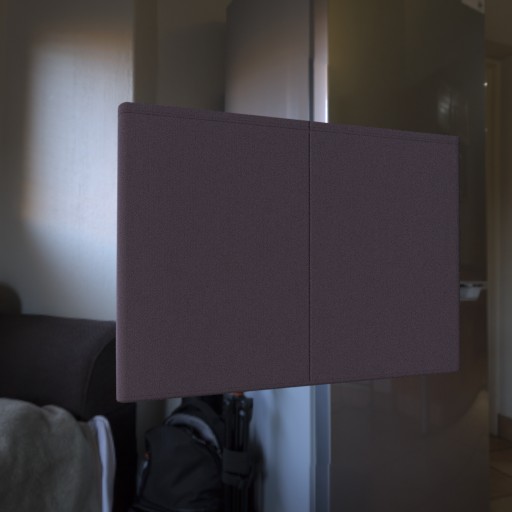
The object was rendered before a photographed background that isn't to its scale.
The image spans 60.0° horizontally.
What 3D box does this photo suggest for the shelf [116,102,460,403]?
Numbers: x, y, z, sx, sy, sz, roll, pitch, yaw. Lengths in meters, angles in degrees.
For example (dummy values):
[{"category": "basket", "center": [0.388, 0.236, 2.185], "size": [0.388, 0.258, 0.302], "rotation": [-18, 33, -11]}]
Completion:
[{"category": "shelf", "center": [0.000, 0.000, 0.487], "size": [0.292, 0.210, 0.292], "rotation": [0, -1, -18]}]
